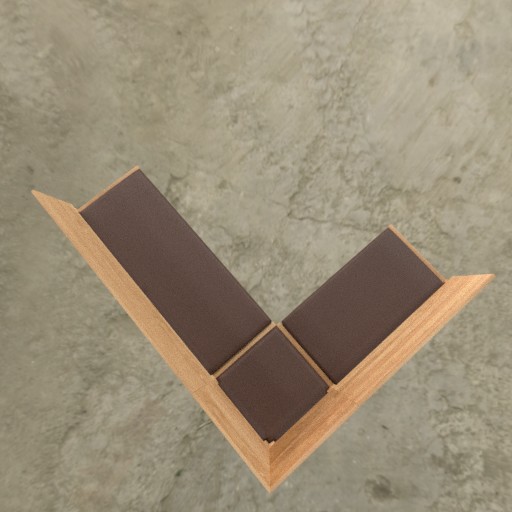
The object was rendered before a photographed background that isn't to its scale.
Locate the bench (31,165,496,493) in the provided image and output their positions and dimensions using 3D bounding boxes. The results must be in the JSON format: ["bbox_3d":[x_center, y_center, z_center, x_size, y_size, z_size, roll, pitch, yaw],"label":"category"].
[{"bbox_3d":[0.000,0.000,2.749,1.549,0.890,1.975,-41,79,-10],"label":"bench"}]
